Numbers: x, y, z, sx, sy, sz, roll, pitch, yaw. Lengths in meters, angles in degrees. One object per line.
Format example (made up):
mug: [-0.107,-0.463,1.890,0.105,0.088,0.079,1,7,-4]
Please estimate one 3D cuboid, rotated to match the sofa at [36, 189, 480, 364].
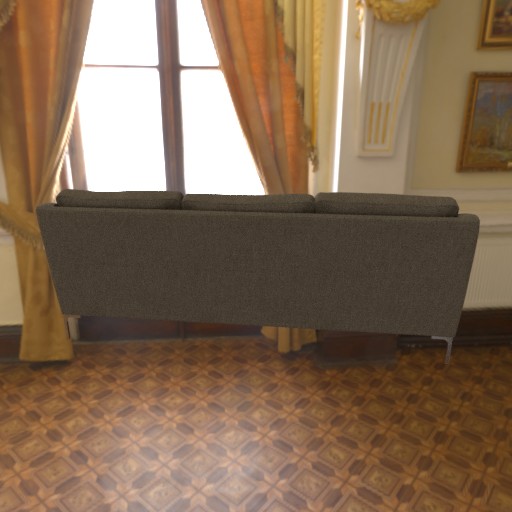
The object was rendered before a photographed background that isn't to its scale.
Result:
sofa: [0.000,0.000,2.495,2.060,0.837,0.849,2,18,7]
